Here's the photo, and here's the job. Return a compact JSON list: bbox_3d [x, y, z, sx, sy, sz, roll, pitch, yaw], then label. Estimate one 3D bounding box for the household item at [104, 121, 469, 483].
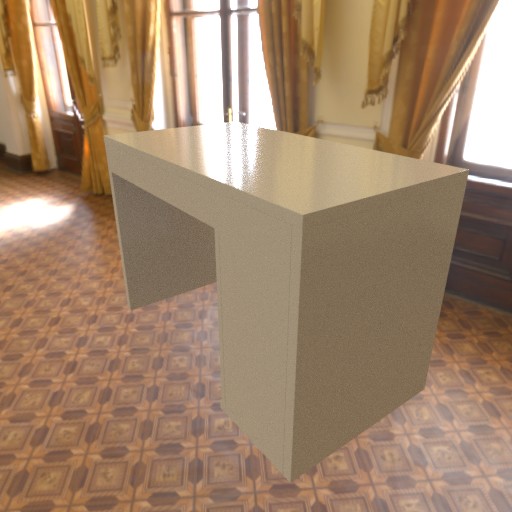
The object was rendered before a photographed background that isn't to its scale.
[{"bbox_3d":[0.000,0.000,1.574,0.597,0.749,1.100,-18,30,-33],"label":"household item"}]
